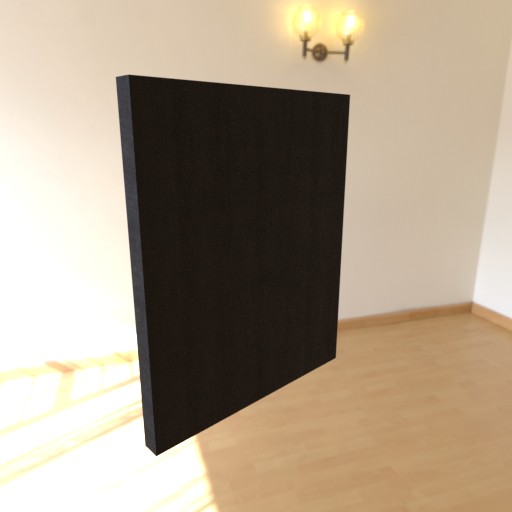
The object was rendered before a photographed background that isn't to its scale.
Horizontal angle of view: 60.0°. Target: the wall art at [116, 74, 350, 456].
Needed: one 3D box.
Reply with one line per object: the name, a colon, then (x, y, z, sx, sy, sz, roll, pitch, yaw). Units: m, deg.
wall art: (0.000, 0.000, 0.774, 0.455, 0.552, 0.034, -14, 21, -41)
